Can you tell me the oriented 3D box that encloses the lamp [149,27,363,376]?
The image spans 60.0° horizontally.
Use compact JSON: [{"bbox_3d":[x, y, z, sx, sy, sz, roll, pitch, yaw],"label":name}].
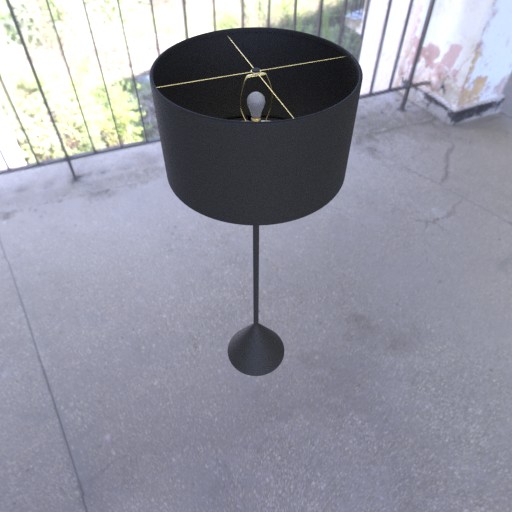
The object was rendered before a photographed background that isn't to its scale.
[{"bbox_3d":[0.000,0.000,1.776,0.580,1.526,0.580,-15,49,-13],"label":"lamp"}]
